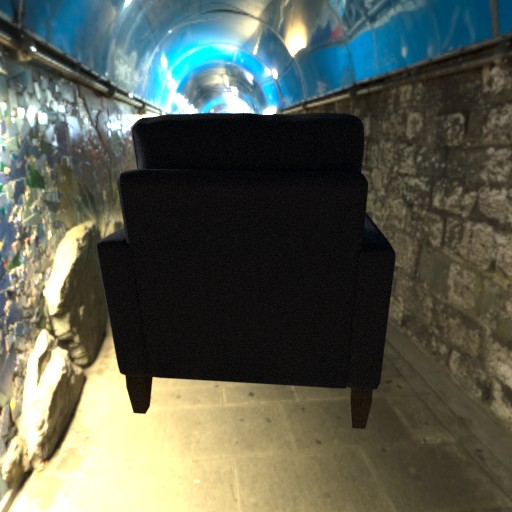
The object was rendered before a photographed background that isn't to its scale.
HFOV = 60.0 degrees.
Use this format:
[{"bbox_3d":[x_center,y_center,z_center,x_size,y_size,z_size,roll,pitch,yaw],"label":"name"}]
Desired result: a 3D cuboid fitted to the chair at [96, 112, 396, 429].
[{"bbox_3d":[0.000,0.000,1.653,0.855,0.991,0.897,2,15,6],"label":"chair"}]
